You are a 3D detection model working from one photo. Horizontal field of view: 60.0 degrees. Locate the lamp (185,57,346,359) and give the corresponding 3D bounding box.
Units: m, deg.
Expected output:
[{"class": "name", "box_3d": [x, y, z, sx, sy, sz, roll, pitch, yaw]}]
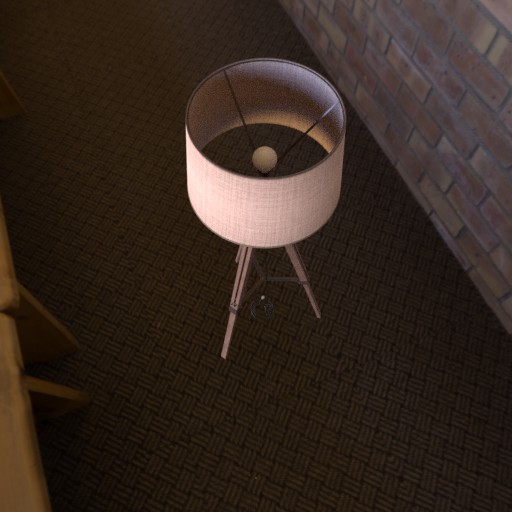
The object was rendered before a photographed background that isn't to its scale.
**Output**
[{"class": "lamp", "box_3d": [0.000, 0.000, 1.819, 0.604, 1.510, 0.587, 33, 68, 15]}]
